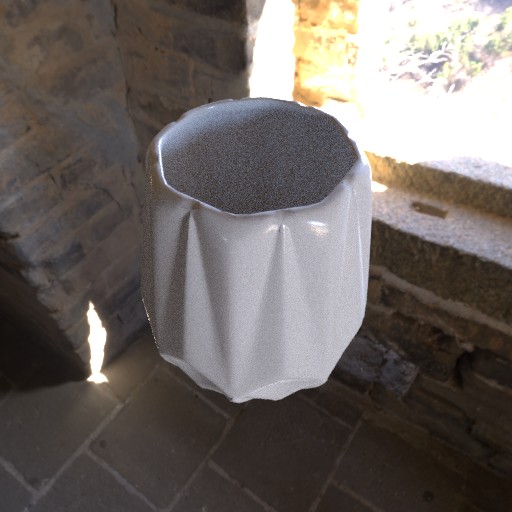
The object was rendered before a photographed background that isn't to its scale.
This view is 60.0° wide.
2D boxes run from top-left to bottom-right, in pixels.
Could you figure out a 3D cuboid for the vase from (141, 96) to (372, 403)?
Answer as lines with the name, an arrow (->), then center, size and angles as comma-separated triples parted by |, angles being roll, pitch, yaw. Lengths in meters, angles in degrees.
vase -> 0.000, 0.000, 0.264 | 0.141, 0.152, 0.141 | 0, 48, 0
